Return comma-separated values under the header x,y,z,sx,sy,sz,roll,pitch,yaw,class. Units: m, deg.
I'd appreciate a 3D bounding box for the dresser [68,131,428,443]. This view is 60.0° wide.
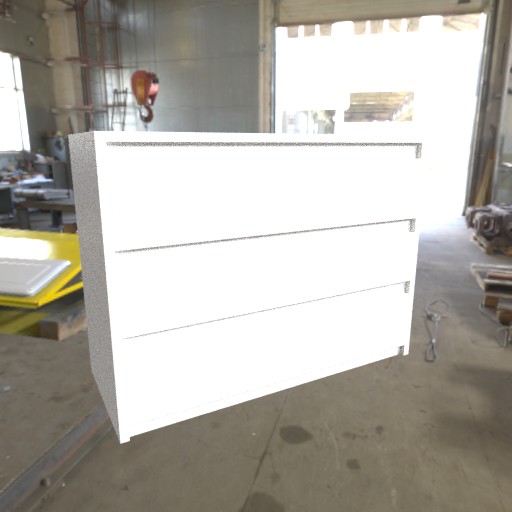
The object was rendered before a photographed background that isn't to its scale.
x,y,z,sx,sy,sz,roll,pitch,yaw,class
0.000,0.000,1.561,1.100,0.820,0.460,-8,16,-28,dresser
